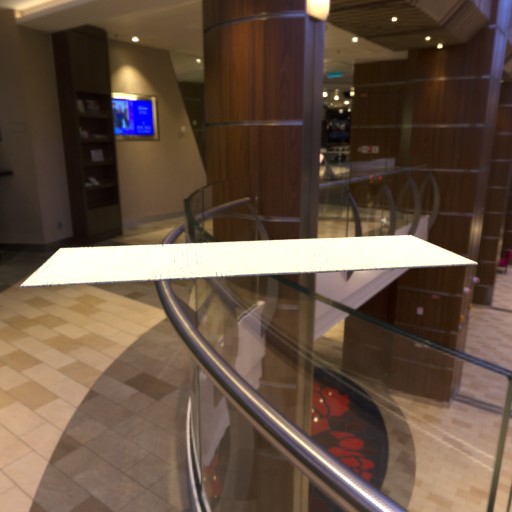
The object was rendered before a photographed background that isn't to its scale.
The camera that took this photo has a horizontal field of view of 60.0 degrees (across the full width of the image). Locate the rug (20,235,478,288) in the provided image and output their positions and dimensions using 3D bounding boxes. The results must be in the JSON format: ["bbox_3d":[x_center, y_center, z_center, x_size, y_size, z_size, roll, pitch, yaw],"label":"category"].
[{"bbox_3d":[0.000,0.000,2.711,2.452,0.012,0.775,-2,15,-9],"label":"rug"}]
